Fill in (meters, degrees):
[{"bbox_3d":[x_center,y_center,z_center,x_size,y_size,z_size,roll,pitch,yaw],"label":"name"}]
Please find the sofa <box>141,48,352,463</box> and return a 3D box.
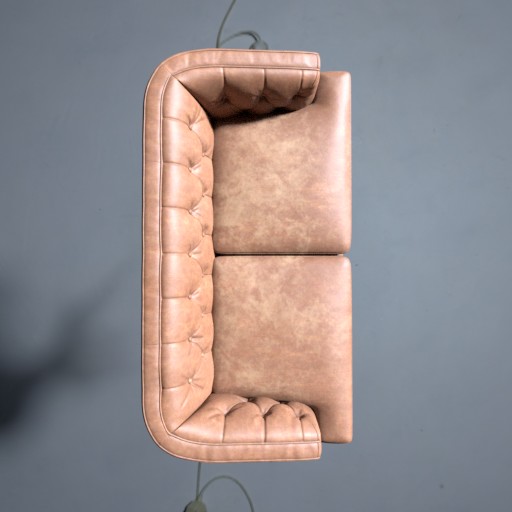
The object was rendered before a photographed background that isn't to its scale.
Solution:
[{"bbox_3d":[0.000,0.000,2.147,0.914,0.786,1.755,0,89,1],"label":"sofa"}]
